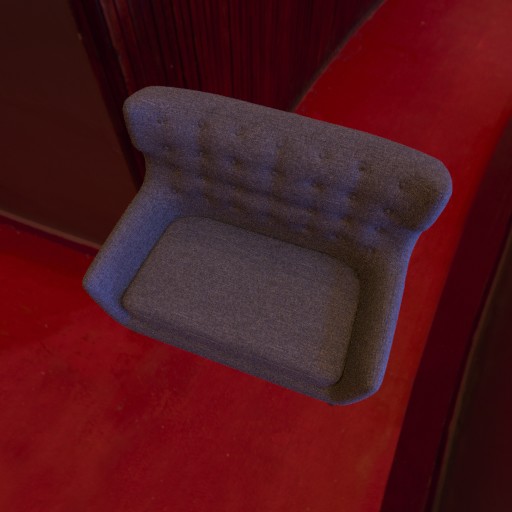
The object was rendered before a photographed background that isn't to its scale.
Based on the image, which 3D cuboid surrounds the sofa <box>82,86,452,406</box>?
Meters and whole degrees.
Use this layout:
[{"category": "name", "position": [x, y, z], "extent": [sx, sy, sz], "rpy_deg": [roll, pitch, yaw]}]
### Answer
[{"category": "sofa", "position": [0.000, 0.000, 2.036], "extent": [1.358, 1.028, 0.874], "rpy_deg": [18, 61, 10]}]
